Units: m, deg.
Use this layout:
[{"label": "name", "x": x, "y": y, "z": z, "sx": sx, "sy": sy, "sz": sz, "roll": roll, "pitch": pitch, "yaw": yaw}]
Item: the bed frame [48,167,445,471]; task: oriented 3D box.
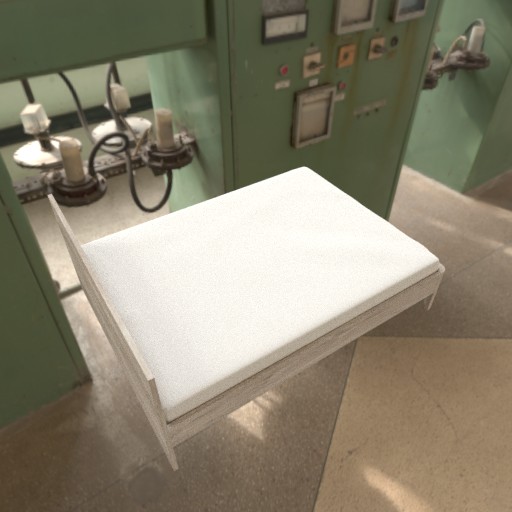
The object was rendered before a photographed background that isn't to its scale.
[{"label": "bed frame", "x": 0.000, "y": 0.000, "z": 2.801, "sx": 1.950, "sy": 0.800, "sz": 1.490, "roll": -24, "pitch": 47, "yaw": -24}]
